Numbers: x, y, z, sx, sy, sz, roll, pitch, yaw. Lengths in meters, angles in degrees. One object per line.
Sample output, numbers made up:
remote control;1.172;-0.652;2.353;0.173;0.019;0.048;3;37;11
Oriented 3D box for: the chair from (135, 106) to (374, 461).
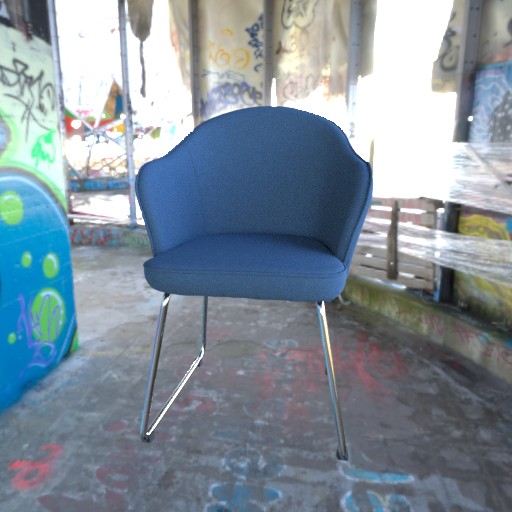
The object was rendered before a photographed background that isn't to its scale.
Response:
chair;0.000;0.000;1.183;0.570;0.815;0.585;2;13;8
